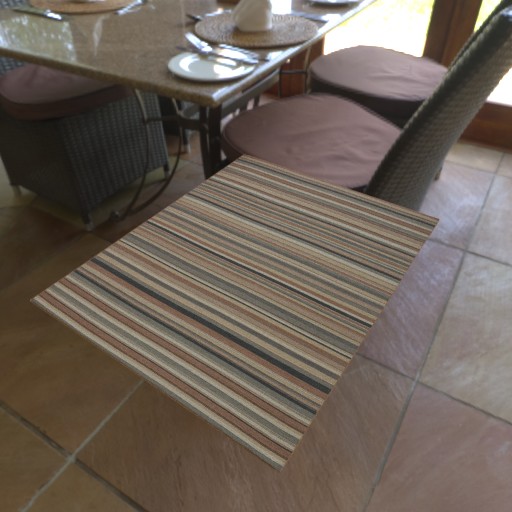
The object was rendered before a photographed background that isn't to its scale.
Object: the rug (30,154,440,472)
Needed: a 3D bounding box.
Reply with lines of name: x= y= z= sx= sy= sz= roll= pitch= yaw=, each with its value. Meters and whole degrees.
rug: x=0.000 y=0.000 z=4.066 sx=2.436 sy=0.011 sz=3.045 roll=24 pitch=47 yaw=25
